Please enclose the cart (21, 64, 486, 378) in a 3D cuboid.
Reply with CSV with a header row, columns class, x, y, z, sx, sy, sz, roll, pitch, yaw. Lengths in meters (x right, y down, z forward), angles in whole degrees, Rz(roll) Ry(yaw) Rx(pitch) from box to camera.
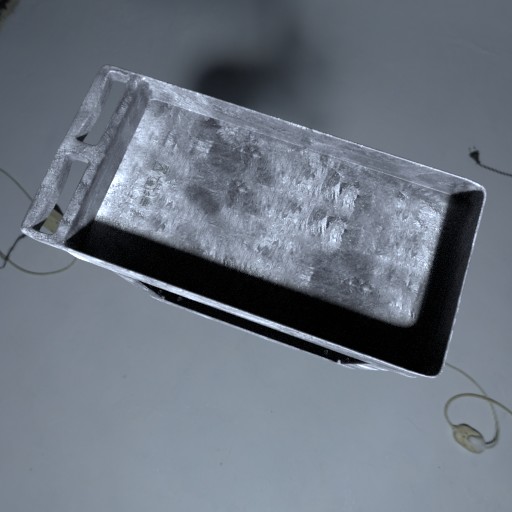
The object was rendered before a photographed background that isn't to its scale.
class,x,y,z,sx,sy,sz,roll,pitch,yaw
cart,0.000,0.000,1.302,0.877,0.824,0.420,19,77,5
